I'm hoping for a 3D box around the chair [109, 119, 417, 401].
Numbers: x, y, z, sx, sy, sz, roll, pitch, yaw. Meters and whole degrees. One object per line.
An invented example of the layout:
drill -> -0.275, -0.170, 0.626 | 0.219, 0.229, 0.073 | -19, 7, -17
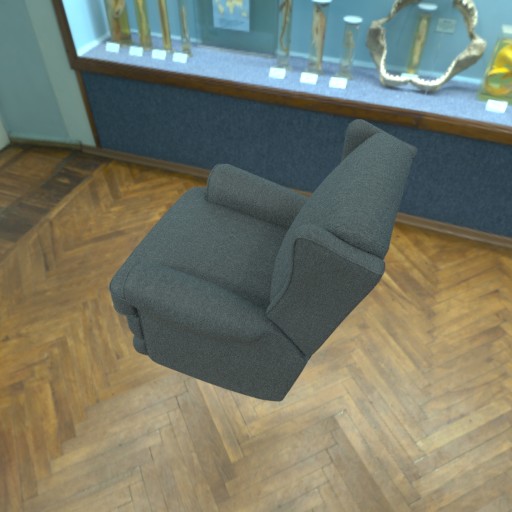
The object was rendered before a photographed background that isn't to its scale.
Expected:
chair -> 0.000, 0.000, 1.771 | 0.969, 1.011, 0.847 | 16, 47, 15
